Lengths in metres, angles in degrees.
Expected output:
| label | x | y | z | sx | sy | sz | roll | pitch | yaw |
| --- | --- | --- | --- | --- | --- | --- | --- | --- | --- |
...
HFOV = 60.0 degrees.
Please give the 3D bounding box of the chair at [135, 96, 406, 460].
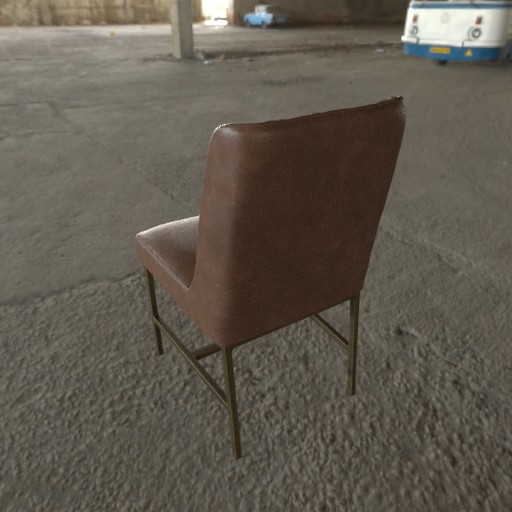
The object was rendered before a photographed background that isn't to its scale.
| label | x | y | z | sx | sy | sz | roll | pitch | yaw |
| --- | --- | --- | --- | --- | --- | --- | --- | --- | --- |
| chair | 0.000 | 0.000 | 1.234 | 0.508 | 0.889 | 0.587 | -18 | 34 | -28 |
